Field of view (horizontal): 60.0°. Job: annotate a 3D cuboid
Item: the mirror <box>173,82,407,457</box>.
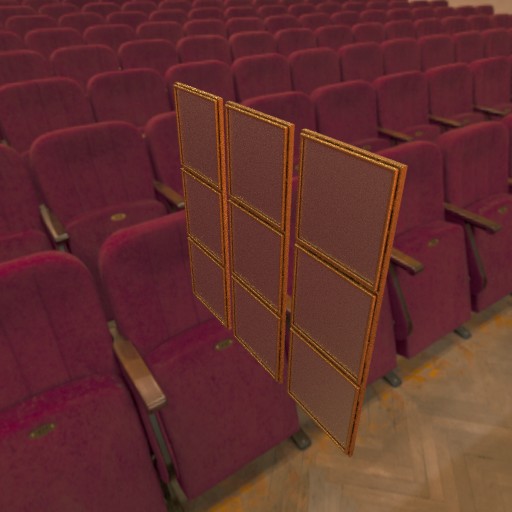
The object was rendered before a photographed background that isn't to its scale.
[{"bbox_3d":[0.000,0.000,1.458,0.023,0.926,1.011,-20,37,-29],"label":"mirror"}]
